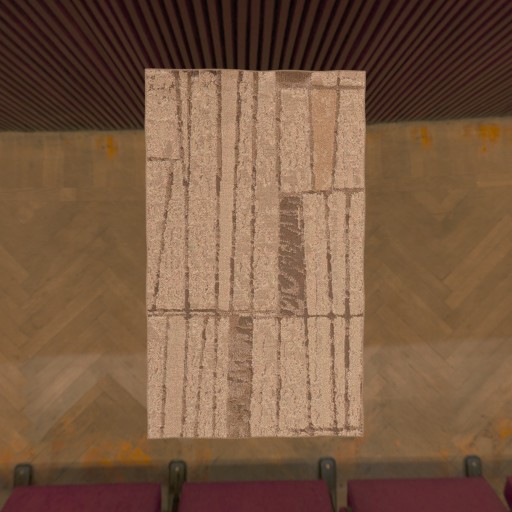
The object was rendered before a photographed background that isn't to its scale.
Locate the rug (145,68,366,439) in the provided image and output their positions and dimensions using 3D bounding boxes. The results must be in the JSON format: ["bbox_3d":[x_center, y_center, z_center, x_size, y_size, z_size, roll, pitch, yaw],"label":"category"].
[{"bbox_3d":[0.000,0.000,1.040,0.515,0.007,0.867,0,92,-2],"label":"rug"}]
